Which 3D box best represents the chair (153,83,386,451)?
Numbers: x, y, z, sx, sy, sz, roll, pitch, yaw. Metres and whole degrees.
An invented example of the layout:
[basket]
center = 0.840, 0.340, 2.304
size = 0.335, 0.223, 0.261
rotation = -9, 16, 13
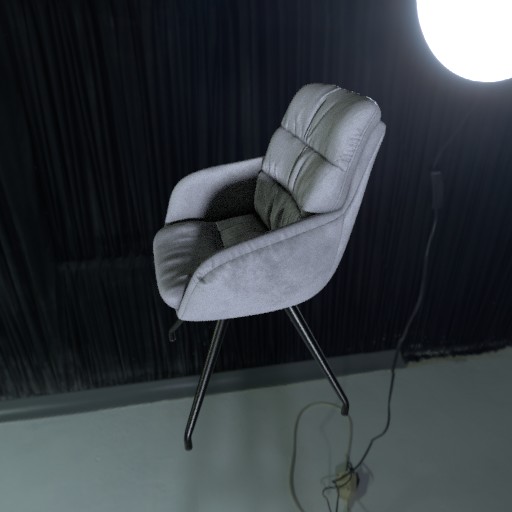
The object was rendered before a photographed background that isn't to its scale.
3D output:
[chair]
center = 0.000, 0.000, 1.272
size = 0.569, 0.888, 0.579
rotation = -7, 30, -13
